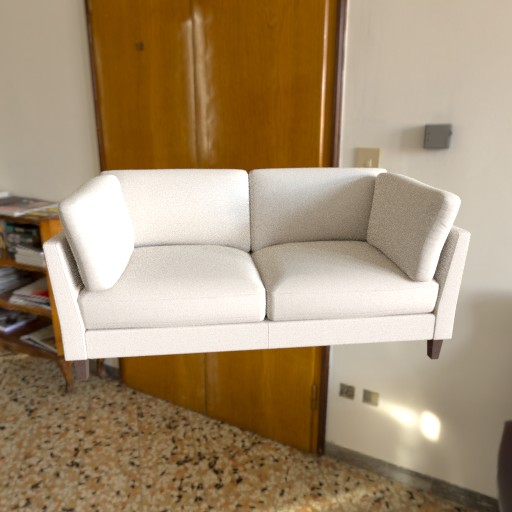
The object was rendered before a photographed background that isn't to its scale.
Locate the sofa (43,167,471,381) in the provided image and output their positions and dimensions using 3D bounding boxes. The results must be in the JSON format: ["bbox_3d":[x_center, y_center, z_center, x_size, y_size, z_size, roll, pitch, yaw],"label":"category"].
[{"bbox_3d":[0.000,0.000,2.290,1.776,0.836,0.970,-2,16,-7],"label":"sofa"}]
